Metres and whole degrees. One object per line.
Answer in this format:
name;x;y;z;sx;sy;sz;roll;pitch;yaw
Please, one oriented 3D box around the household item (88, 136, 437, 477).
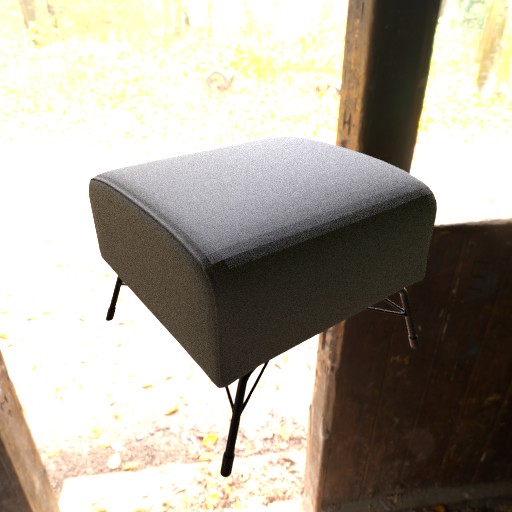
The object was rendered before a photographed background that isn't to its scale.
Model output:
household item;0.000;0.000;0.938;0.530;0.410;0.530;-20;35;-32
